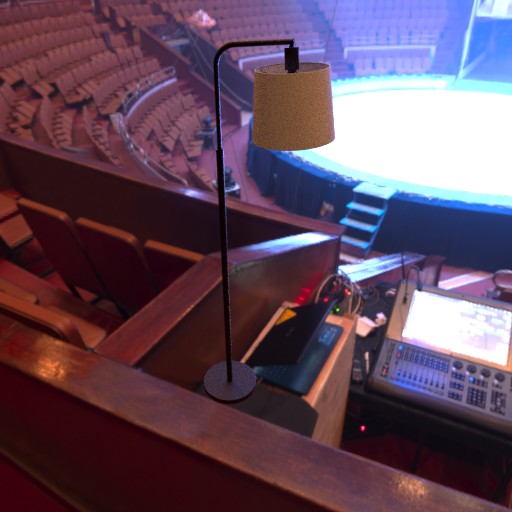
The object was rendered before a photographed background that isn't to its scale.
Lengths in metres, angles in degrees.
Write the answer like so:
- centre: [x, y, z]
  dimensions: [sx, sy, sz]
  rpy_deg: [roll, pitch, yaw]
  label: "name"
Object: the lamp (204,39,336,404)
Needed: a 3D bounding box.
- centre: [0.000, 0.000, 1.661]
  dimensions: [0.508, 1.478, 0.254]
  rpy_deg: [11, 34, 17]
  label: "lamp"
